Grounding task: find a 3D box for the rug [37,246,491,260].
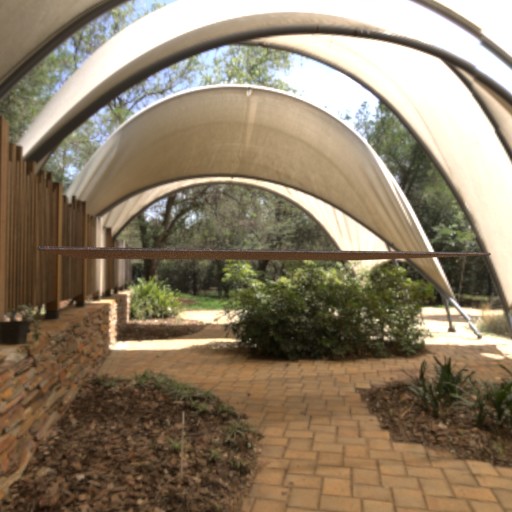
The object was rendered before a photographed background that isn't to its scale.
[{"bbox_3d":[0.000,0.000,3.014,2.449,0.018,1.539,1,-2,-16],"label":"rug"}]
